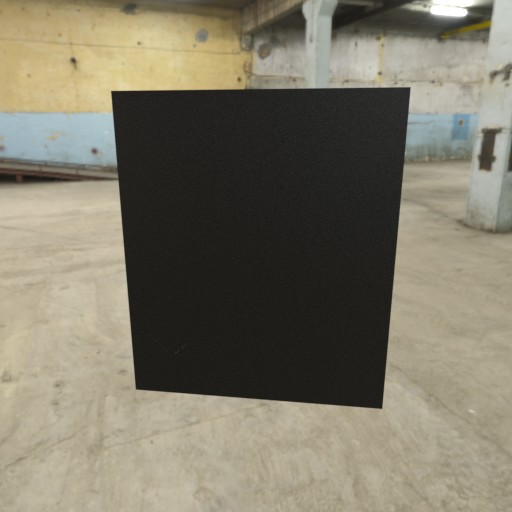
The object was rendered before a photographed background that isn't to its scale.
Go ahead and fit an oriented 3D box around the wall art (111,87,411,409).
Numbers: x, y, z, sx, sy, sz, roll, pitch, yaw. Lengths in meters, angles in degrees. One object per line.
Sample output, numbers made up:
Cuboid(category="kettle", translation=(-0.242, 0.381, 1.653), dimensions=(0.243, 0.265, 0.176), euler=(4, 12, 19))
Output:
Cuboid(category="wall art", translation=(0.000, 0.000, 0.541), dimensions=(0.325, 0.380, 0.028), euler=(2, 16, 7))
